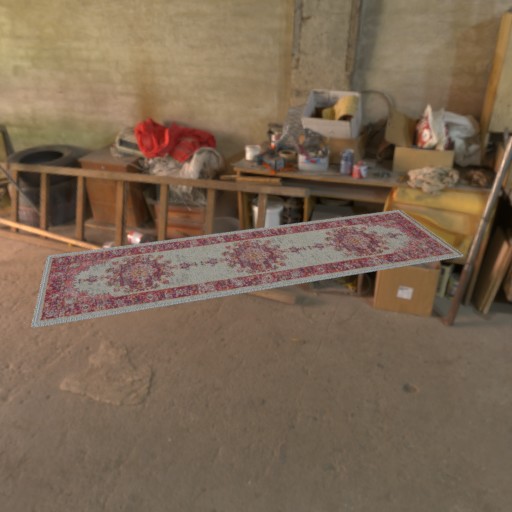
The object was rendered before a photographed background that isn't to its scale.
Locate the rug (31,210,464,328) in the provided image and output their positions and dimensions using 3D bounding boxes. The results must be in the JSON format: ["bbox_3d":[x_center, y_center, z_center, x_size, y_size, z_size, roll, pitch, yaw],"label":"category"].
[{"bbox_3d":[0.000,0.000,2.535,2.294,0.011,0.666,-8,31,-14],"label":"rug"}]
